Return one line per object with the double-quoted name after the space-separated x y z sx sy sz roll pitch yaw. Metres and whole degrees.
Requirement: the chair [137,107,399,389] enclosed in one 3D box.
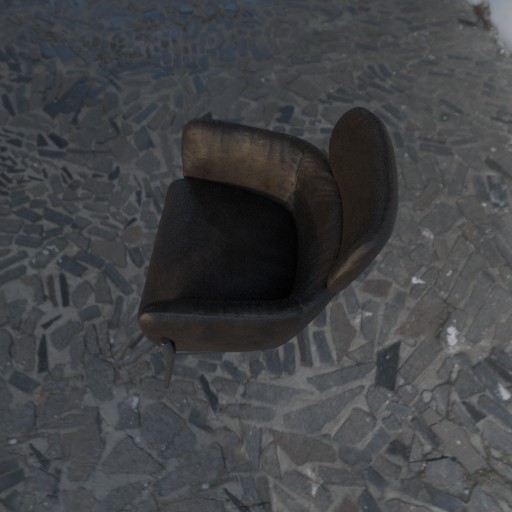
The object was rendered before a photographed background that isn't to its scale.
0.000 0.000 1.291 0.604 0.818 0.640 5 60 3 "chair"
